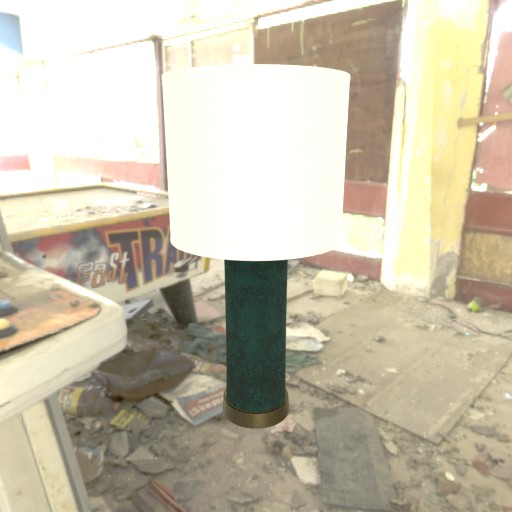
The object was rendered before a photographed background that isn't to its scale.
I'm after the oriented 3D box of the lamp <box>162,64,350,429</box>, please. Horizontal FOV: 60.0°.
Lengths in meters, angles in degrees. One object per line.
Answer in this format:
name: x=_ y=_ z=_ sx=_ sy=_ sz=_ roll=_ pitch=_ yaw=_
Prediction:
lamp: x=0.000 y=0.000 z=0.802 sx=0.301 sy=0.630 sz=0.301 roll=-8 pitch=18 yaw=-27
